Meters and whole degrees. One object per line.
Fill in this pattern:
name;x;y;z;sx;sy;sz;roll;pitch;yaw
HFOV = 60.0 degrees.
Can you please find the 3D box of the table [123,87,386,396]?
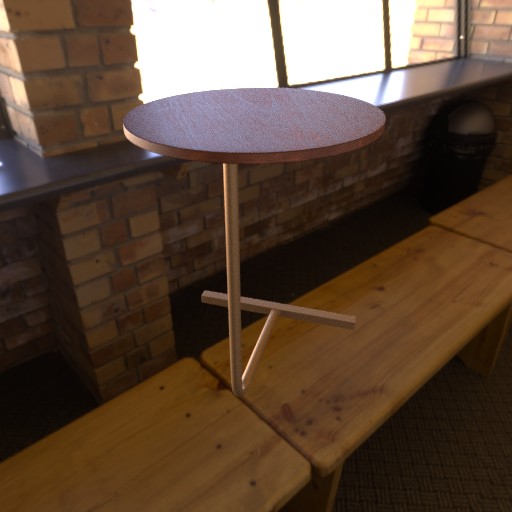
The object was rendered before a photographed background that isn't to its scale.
table;0.000;0.000;1.112;0.530;0.706;0.577;9;31;14
